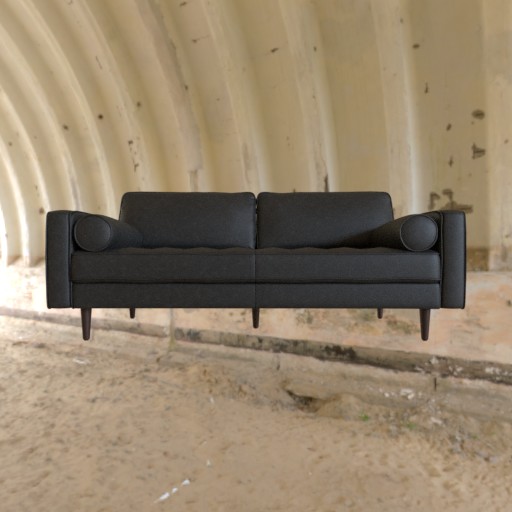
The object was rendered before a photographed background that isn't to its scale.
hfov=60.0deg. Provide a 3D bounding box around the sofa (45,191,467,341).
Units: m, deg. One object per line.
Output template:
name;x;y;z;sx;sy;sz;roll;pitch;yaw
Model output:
sofa;0.000;0.000;2.372;1.879;0.770;0.921;0;0;0
